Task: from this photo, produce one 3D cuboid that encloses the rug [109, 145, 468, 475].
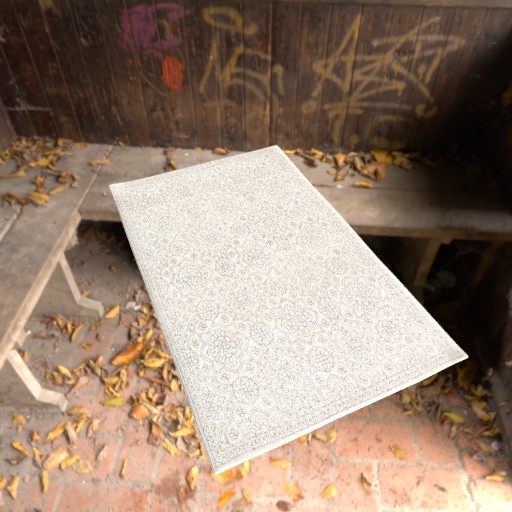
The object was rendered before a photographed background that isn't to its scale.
[{"bbox_3d":[0.000,0.000,2.425,1.214,0.023,1.947,-18,48,-17],"label":"rug"}]
